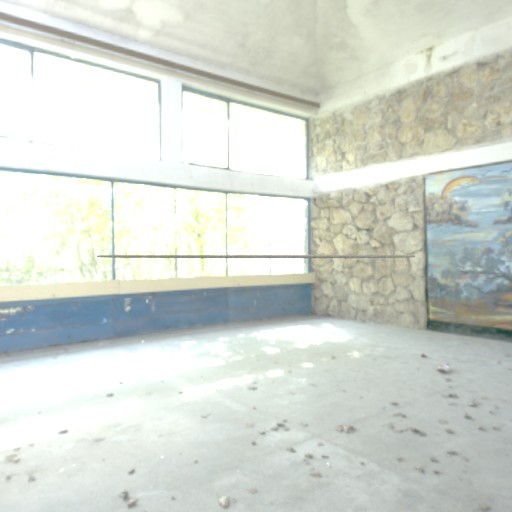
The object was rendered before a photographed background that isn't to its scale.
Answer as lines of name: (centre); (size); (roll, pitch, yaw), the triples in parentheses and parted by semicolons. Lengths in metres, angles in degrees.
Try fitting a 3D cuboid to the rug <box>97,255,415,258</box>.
rug: (0.000, 0.000, 3.517); (2.382, 0.014, 2.382); (0, 0, 0)
